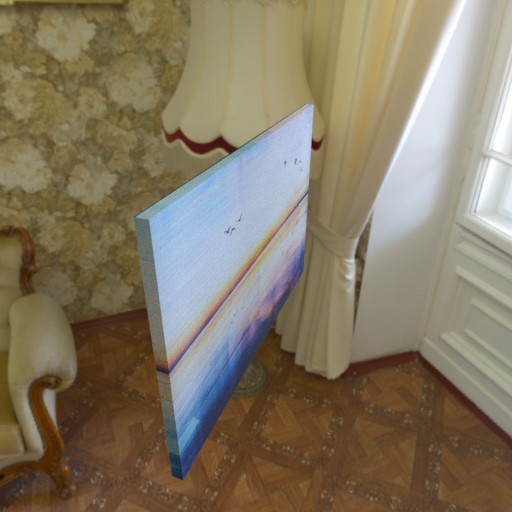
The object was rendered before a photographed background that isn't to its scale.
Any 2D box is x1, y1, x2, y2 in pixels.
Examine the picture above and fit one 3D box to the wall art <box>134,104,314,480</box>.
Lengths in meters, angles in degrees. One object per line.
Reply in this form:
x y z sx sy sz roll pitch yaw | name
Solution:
0.000 0.000 1.448 0.034 0.756 1.137 11 31 19 | wall art
